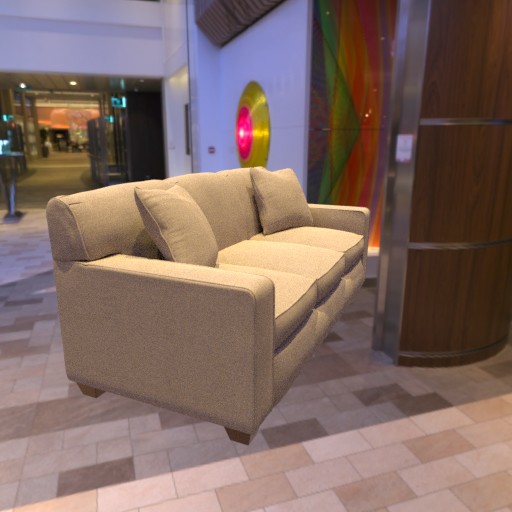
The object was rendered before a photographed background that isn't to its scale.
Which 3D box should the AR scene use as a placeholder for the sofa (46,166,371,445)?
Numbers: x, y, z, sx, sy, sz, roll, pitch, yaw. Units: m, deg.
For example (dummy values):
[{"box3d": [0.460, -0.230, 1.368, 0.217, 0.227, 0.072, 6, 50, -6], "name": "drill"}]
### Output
[{"box3d": [0.000, 0.000, 2.589, 0.997, 0.958, 2.024, 7, 16, 24], "name": "sofa"}]
